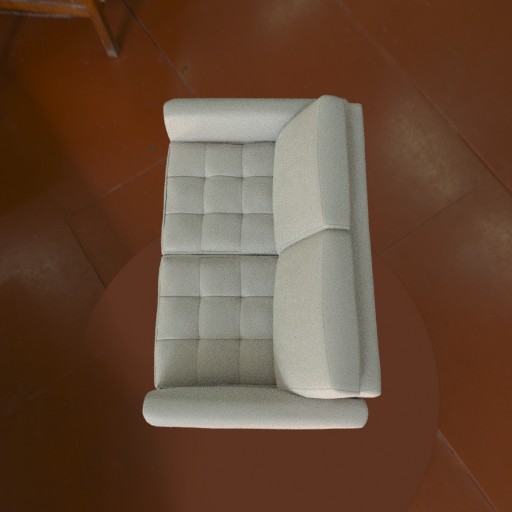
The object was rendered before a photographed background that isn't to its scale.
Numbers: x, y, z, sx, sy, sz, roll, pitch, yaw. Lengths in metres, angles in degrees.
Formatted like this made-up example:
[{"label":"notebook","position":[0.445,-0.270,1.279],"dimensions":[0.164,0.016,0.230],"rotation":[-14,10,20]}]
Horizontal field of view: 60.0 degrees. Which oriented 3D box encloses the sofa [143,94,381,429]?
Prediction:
[{"label":"sofa","position":[0.000,0.000,2.467],"dimensions":[1.121,0.930,1.819],"rotation":[0,75,0]}]
